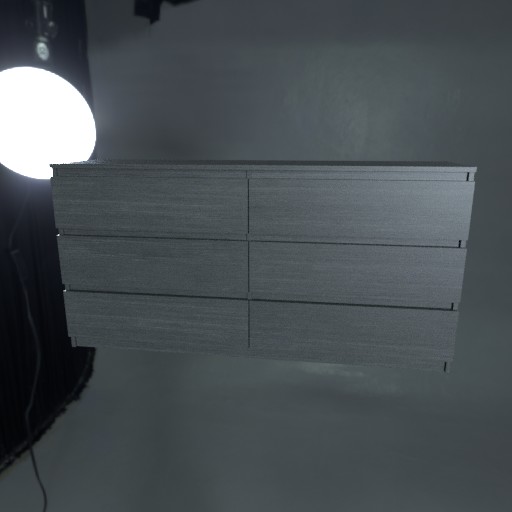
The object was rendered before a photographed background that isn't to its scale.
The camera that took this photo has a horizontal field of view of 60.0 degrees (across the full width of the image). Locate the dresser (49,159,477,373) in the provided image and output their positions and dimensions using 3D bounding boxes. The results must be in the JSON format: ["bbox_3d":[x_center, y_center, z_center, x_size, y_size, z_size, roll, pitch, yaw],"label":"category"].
[{"bbox_3d":[0.000,0.000,1.922,1.590,0.795,0.400,2,15,8],"label":"dresser"}]
